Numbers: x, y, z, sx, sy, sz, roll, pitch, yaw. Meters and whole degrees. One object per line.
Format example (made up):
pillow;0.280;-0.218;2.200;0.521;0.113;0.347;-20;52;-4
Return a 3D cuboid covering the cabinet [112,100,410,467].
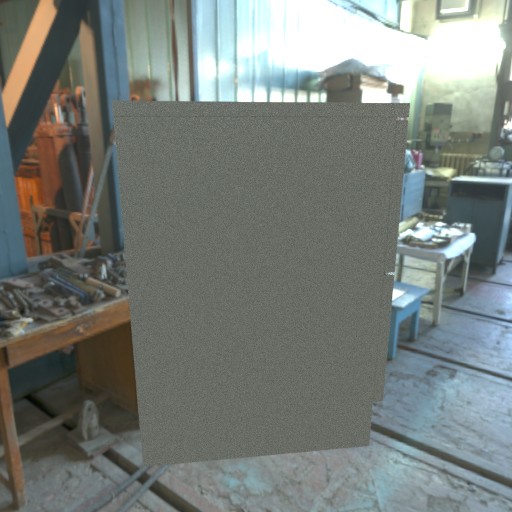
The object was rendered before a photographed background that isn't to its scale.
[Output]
cabinet;0.000;0.000;0.747;0.360;0.470;0.400;-2;16;-7
